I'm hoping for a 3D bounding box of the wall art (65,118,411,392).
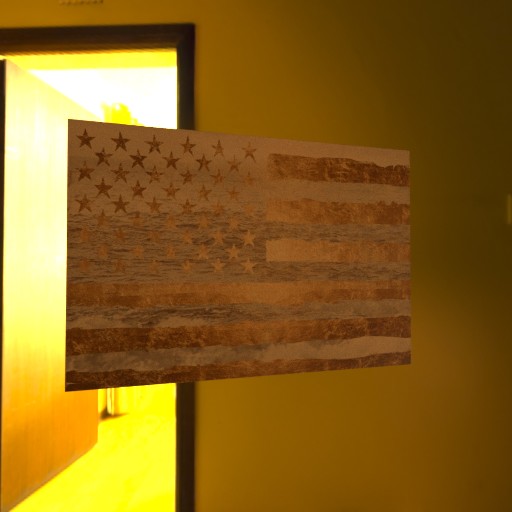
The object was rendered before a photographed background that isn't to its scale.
[{"bbox_3d":[0.000,0.000,0.770,0.606,0.407,0.041,0,-1,-18],"label":"wall art"}]
